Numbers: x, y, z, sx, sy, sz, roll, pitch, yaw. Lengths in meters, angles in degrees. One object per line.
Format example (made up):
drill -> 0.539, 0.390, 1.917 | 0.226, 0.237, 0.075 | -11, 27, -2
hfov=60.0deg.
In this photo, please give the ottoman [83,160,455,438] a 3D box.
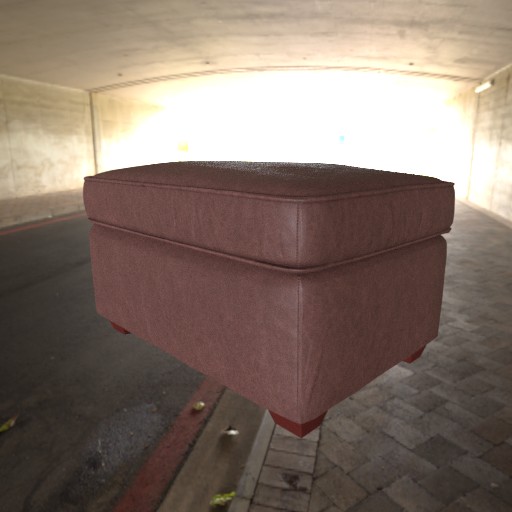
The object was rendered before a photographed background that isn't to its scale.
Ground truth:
ottoman -> 0.000, 0.000, 1.073 | 0.548, 0.449, 0.749 | -13, 19, -43
